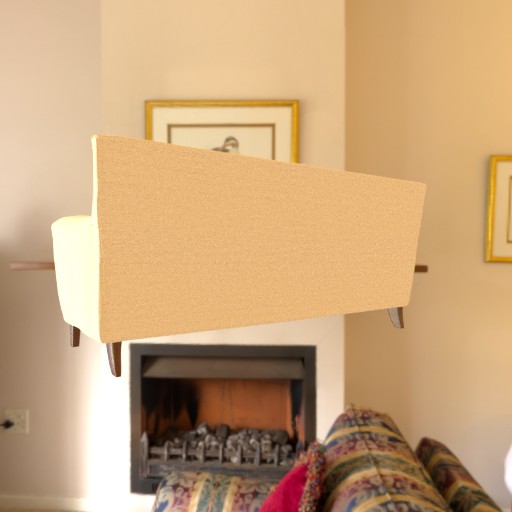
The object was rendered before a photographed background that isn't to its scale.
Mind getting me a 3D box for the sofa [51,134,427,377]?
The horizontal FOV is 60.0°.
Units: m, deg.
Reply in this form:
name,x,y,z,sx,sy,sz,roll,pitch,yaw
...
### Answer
name,x,y,z,sx,sy,sz,roll,pitch,yaw
sofa,0.000,0.000,2.478,2.001,0.907,0.841,-1,1,-36
